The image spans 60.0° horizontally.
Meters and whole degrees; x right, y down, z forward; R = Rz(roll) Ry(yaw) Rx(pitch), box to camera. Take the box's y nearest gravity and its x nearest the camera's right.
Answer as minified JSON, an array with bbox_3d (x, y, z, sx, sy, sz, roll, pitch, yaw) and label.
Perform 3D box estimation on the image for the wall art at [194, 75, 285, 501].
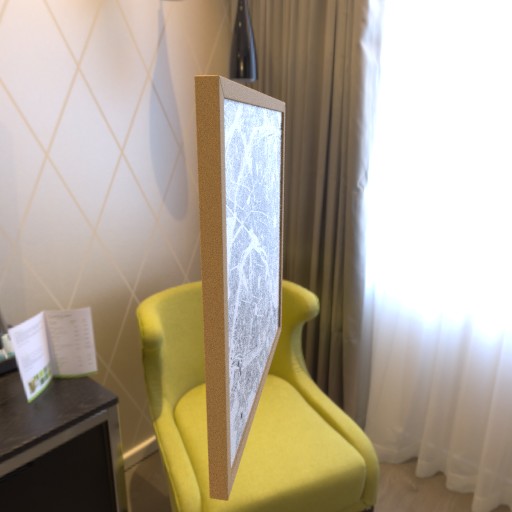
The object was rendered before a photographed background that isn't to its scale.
[{"bbox_3d":[0.000,0.000,1.107,0.037,0.761,0.761,3,16,10],"label":"wall art"}]
